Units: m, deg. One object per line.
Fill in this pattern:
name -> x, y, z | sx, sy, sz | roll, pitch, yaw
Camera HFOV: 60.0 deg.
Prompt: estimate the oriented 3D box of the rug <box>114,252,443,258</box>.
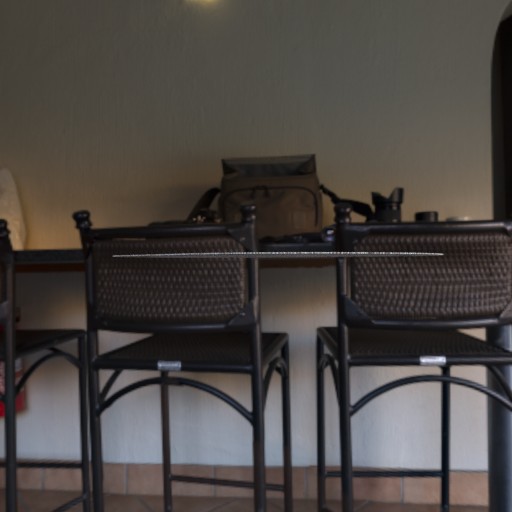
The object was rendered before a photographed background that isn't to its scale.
rug -> 0.000, 0.000, 2.980 | 1.520, 0.006, 2.432 | 1, -1, -38
